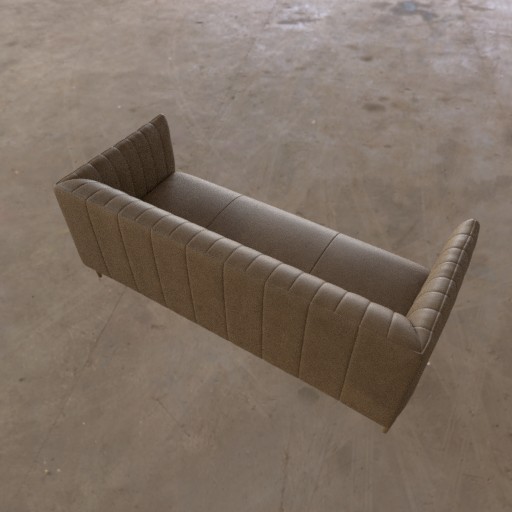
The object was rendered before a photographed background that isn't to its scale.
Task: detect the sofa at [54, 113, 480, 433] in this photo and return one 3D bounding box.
[{"bbox_3d":[0.000,0.000,2.405,1.980,0.779,0.876,24,51,21],"label":"sofa"}]
